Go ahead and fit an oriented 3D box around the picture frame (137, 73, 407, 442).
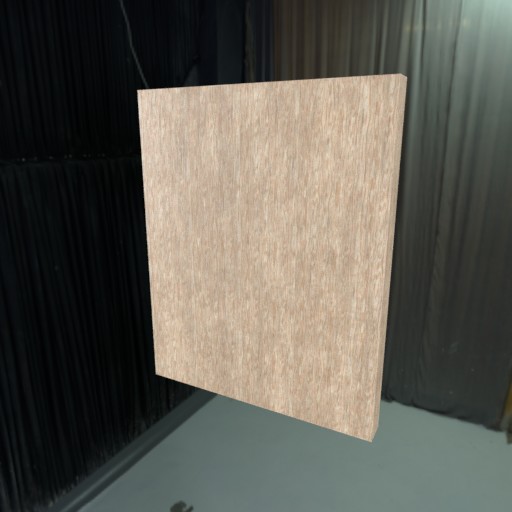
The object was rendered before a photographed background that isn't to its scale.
[{"bbox_3d":[0.000,0.000,0.726,0.424,0.526,0.043,8,17,27],"label":"picture frame"}]
